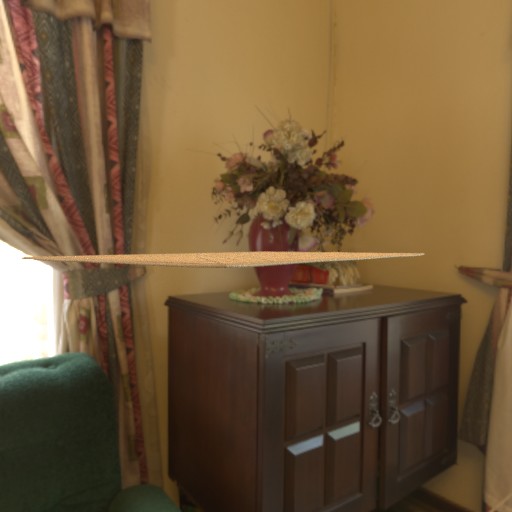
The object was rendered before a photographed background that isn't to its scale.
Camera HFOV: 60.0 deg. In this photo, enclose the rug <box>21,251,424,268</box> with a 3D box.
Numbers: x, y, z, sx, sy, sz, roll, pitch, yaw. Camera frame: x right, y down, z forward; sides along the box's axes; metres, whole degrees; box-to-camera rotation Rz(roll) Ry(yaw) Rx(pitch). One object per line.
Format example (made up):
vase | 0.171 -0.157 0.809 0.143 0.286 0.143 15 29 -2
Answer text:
rug | 0.000 0.000 3.063 1.575 0.023 2.459 1 2 37
